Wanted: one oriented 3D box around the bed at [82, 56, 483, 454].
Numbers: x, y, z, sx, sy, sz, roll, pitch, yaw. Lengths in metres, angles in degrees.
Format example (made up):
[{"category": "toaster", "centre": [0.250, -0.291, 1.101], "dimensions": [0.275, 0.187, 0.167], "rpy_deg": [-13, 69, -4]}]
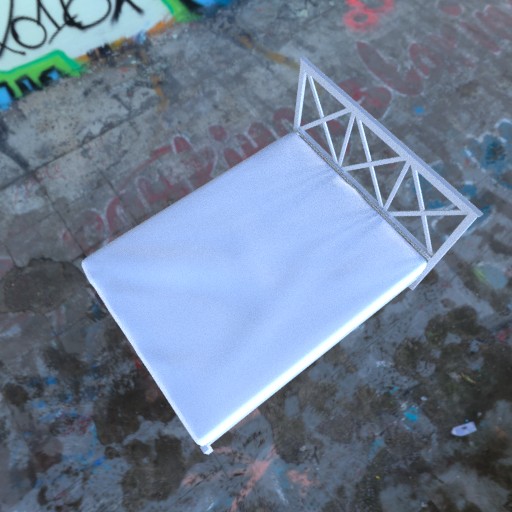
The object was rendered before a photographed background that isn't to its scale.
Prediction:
[{"category": "bed", "centre": [0.000, 0.000, 3.214], "dimensions": [2.135, 1.253, 1.673], "rpy_deg": [-35, 69, -15]}]
